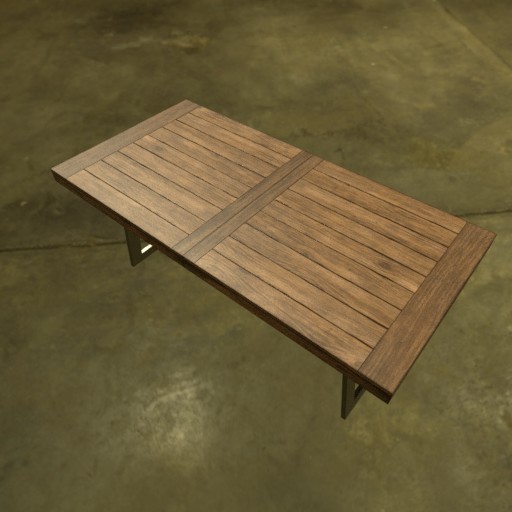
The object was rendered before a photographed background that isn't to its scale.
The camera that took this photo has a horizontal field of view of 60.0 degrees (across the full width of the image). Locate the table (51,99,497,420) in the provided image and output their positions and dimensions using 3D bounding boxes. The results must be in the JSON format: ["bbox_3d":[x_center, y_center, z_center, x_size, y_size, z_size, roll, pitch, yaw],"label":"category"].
[{"bbox_3d":[0.000,0.000,2.303,1.867,0.757,0.931,31,54,26],"label":"table"}]
